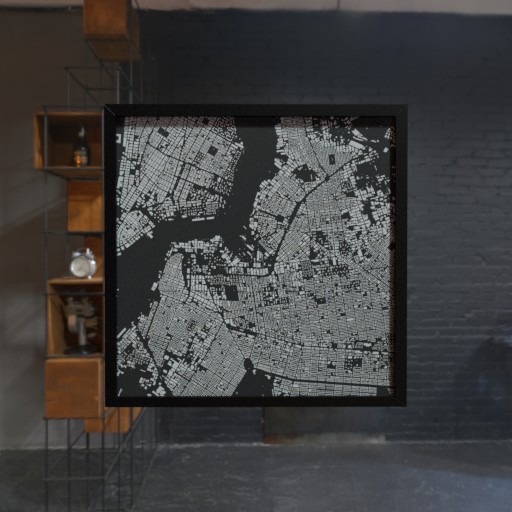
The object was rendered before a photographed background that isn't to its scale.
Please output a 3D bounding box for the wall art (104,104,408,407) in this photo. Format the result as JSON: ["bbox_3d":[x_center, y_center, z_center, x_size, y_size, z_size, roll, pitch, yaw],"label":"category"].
[{"bbox_3d":[0.000,0.000,0.759,0.506,0.506,0.038,0,1,0],"label":"wall art"}]
